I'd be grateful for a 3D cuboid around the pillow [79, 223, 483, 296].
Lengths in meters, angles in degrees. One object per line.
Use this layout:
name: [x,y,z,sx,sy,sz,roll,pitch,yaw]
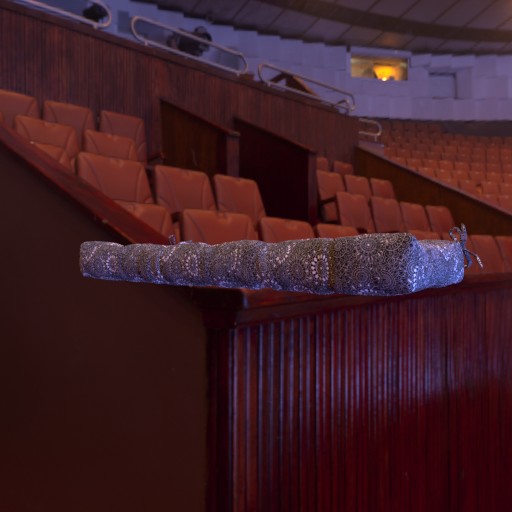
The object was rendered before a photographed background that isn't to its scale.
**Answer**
pillow: [0.000,0.000,1.352,1.194,0.174,0.511,0,0,37]
